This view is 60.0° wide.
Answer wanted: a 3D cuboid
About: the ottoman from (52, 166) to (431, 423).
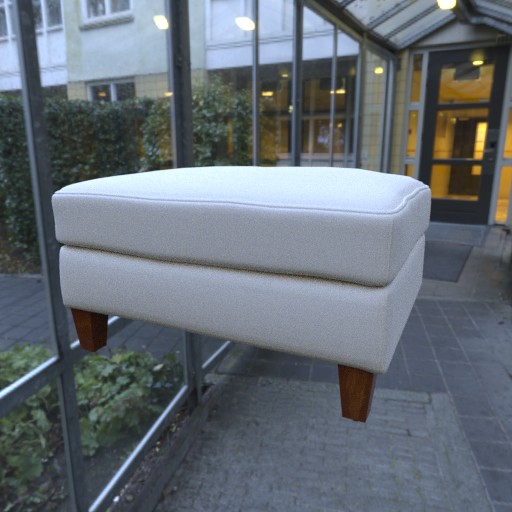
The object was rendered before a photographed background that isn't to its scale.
[{"bbox_3d":[0.000,0.000,1.197,0.818,0.479,0.634,7,15,25],"label":"ottoman"}]
